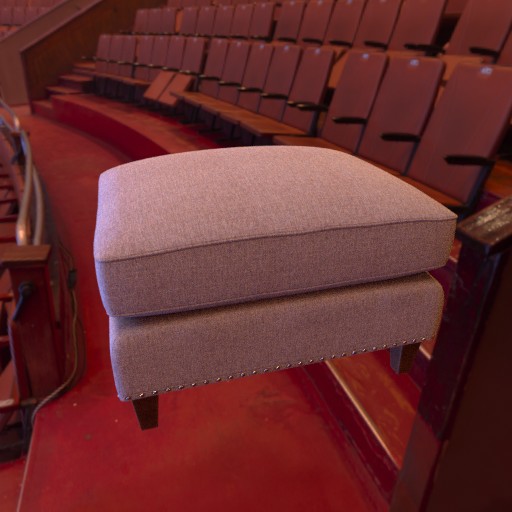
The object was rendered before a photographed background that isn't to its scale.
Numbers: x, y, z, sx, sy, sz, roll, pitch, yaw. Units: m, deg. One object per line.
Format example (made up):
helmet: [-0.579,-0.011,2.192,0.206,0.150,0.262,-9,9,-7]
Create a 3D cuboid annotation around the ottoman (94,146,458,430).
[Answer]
ottoman: [0.000,0.000,1.155,0.741,0.513,0.584,-7,27,-15]
